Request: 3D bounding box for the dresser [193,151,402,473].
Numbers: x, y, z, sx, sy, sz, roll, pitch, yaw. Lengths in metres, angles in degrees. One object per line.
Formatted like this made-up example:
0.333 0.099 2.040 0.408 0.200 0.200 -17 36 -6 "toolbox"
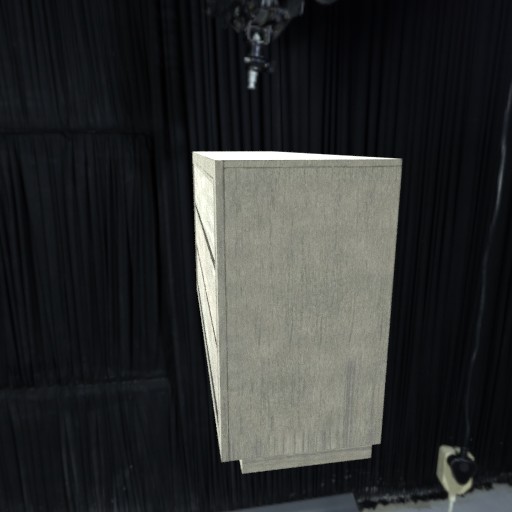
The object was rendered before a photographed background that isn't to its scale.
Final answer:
0.000 0.000 1.983 0.483 0.889 1.628 -2 14 -10 "dresser"
